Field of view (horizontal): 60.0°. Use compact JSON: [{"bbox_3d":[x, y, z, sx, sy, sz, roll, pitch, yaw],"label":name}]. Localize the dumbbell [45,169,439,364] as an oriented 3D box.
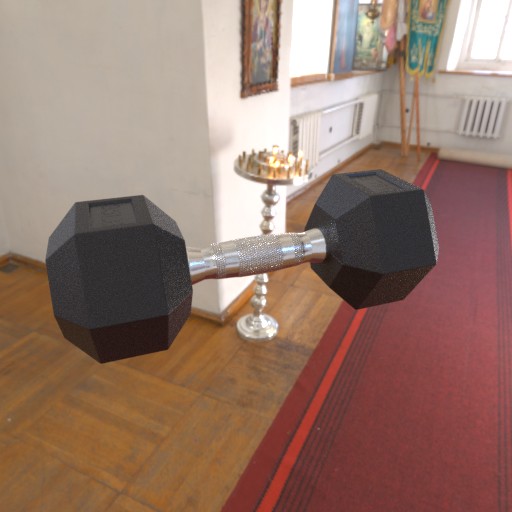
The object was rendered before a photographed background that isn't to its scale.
[{"bbox_3d":[0.000,0.000,0.426,0.356,0.123,0.141,-9,29,-17],"label":"dumbbell"}]
